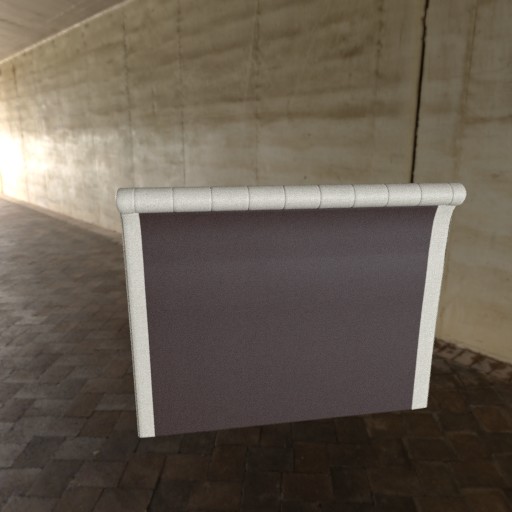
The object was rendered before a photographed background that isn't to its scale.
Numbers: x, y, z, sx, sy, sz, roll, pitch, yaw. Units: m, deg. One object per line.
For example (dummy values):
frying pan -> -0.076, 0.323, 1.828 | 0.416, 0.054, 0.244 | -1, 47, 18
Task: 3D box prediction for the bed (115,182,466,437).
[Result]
bed -> 0.000, 0.000, 3.297 | 1.606, 1.268, 2.493 | -2, 15, -9
